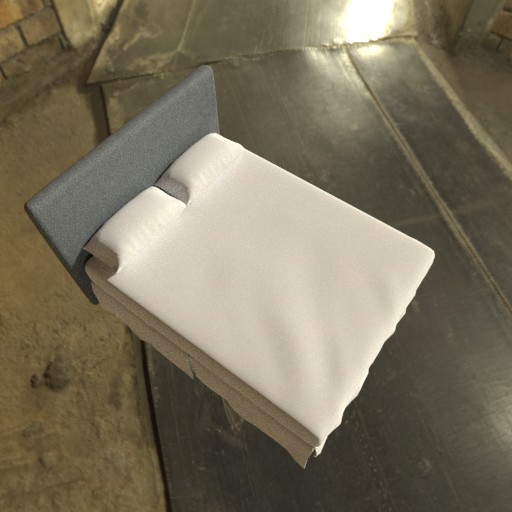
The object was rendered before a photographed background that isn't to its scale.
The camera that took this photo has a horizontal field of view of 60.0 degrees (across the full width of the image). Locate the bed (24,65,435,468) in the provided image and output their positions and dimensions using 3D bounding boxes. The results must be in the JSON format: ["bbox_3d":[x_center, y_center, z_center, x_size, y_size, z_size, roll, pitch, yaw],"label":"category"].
[{"bbox_3d":[0.000,0.000,3.125,2.142,1.330,1.723,32,63,18],"label":"bed"}]
